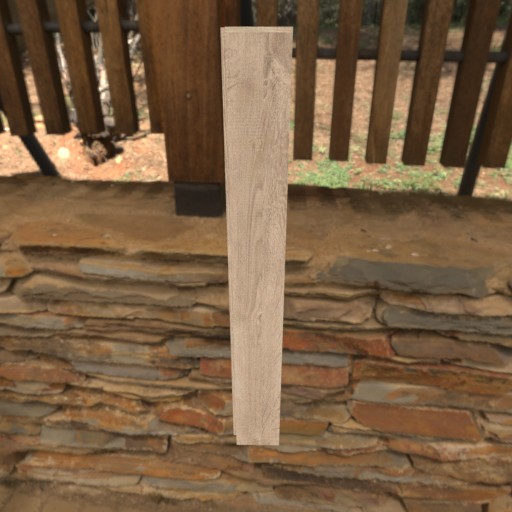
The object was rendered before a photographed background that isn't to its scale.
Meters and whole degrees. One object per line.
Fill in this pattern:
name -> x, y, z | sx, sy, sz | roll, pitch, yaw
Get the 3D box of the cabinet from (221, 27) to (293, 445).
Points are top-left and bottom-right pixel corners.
cabinet -> 0.000, 0.000, 1.951 | 0.230, 1.790, 0.500 | 1, 27, 1
